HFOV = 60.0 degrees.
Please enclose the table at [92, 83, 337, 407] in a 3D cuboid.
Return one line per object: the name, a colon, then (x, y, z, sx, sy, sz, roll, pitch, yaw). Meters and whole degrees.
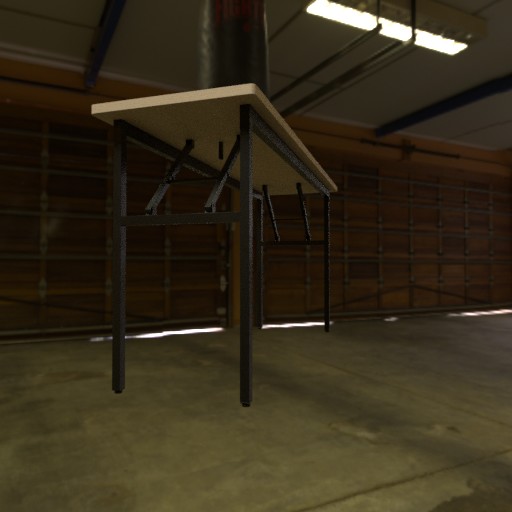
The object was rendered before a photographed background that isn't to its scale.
table: (0.000, 0.000, 1.727, 0.447, 0.750, 1.397, 0, -1, 18)
